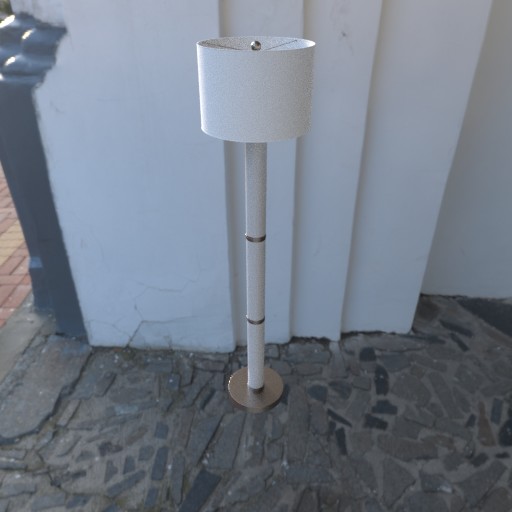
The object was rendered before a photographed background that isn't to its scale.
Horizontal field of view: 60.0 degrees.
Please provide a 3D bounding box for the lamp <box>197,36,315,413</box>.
[{"bbox_3d":[0.000,0.000,1.821,0.377,1.599,0.377,10,33,16],"label":"lamp"}]
